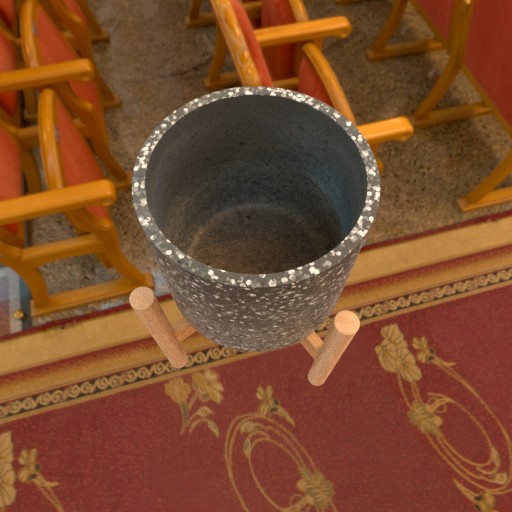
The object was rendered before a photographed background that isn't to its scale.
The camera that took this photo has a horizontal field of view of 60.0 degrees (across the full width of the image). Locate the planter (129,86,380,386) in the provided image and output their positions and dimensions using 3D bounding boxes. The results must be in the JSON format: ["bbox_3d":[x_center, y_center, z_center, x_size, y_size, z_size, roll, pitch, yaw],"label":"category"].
[{"bbox_3d":[0.000,0.000,0.540,0.284,0.320,0.284,-14,63,-7],"label":"planter"}]
